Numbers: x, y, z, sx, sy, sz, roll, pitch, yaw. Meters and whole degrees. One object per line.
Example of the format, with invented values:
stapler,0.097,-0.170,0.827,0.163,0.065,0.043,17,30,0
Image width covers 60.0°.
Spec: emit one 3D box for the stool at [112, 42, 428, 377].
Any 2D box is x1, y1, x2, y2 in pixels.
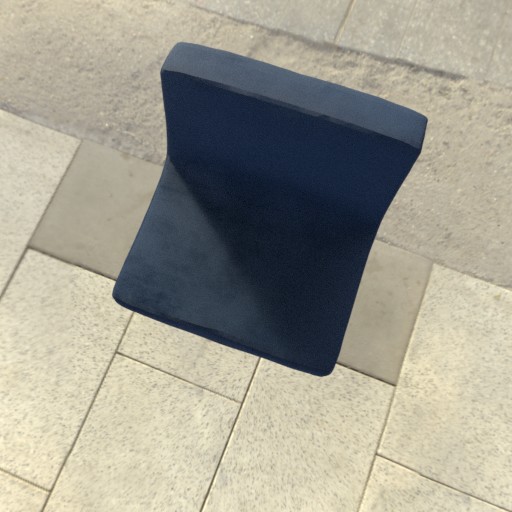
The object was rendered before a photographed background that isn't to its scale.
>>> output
stool,0.000,0.000,1.212,0.511,0.945,0.516,19,77,5
